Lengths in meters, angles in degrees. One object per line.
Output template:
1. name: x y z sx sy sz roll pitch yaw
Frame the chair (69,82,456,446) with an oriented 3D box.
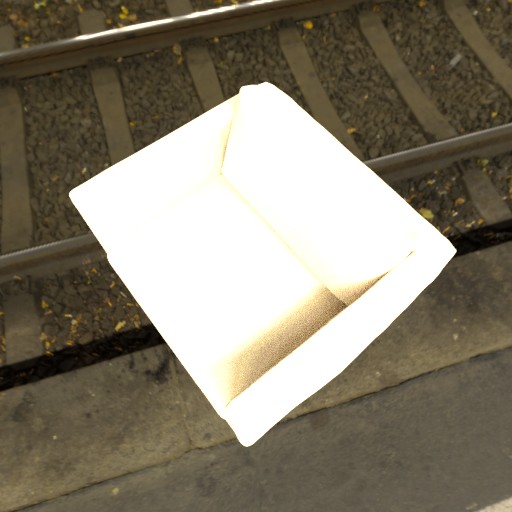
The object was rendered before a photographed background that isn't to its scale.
1. chair: 0.000 0.000 1.774 0.947 0.851 1.057 -36 69 -16
